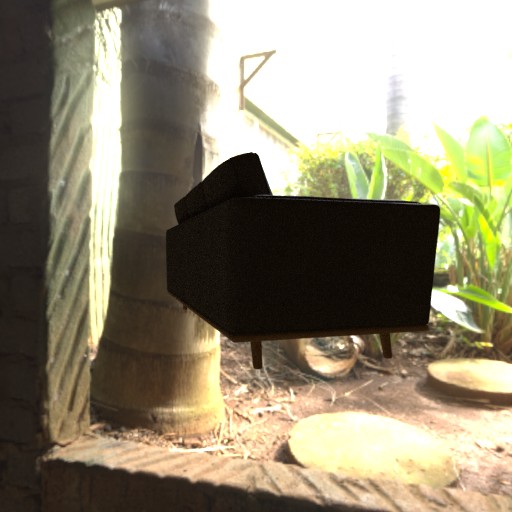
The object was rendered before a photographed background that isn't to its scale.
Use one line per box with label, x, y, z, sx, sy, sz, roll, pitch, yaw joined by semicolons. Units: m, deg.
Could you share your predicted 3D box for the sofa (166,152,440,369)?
sofa;0.000;0.000;2.814;0.903;0.899;2.362;0;0;-17
